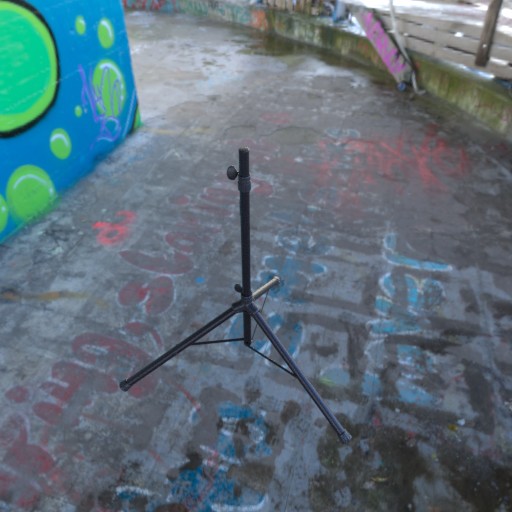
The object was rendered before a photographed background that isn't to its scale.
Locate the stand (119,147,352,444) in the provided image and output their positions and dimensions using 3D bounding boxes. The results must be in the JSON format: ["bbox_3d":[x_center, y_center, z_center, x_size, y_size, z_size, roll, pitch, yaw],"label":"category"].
[{"bbox_3d":[0.000,0.000,1.875,1.045,1.136,0.907,11,42,12],"label":"stand"}]
